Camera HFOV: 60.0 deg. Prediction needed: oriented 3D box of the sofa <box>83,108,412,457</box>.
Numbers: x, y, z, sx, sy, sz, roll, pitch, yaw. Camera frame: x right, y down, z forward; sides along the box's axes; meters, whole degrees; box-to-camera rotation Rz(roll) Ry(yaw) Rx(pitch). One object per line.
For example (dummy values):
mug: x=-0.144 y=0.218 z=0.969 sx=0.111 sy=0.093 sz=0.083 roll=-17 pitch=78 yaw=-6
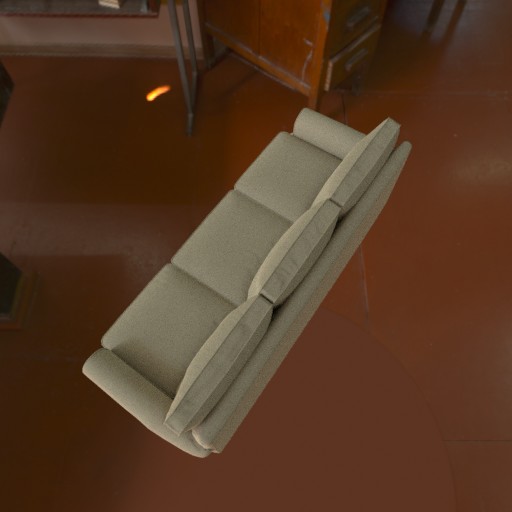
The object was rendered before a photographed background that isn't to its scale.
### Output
sofa: x=0.000 y=0.000 z=2.847 sx=0.966 sy=0.948 sz=2.354 roll=32 pitch=68 yaw=15
